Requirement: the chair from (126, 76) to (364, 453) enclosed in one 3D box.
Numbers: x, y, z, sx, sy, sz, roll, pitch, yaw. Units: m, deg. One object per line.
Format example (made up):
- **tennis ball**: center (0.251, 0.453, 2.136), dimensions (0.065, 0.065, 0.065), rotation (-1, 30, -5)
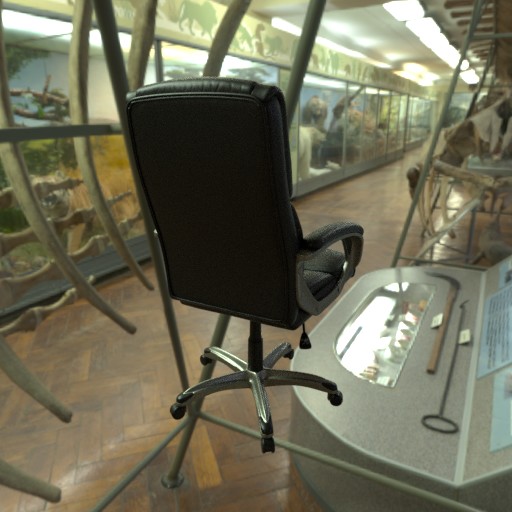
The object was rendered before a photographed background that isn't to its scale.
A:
- **chair**: center (0.000, 0.000, 1.598), dimensions (0.663, 1.155, 0.739), rotation (9, 20, 27)
